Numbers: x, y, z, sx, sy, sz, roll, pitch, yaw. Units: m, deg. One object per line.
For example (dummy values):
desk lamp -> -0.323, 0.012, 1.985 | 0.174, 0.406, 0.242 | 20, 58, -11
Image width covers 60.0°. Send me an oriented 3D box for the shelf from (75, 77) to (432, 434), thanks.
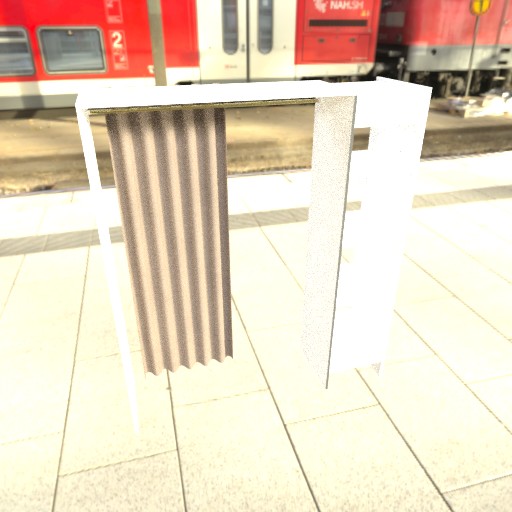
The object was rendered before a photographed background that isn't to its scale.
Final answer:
shelf -> 0.000, 0.000, 2.538 | 1.600, 1.820, 0.500 | -8, 29, -15
